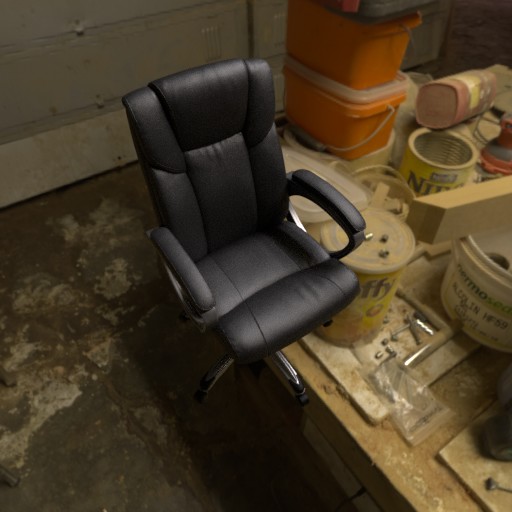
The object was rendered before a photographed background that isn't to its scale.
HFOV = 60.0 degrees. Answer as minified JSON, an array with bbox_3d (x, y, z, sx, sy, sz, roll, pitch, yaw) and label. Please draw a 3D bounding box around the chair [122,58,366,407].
[{"bbox_3d":[0.000,0.000,1.578,0.721,1.130,0.719,-25,51,-22],"label":"chair"}]
